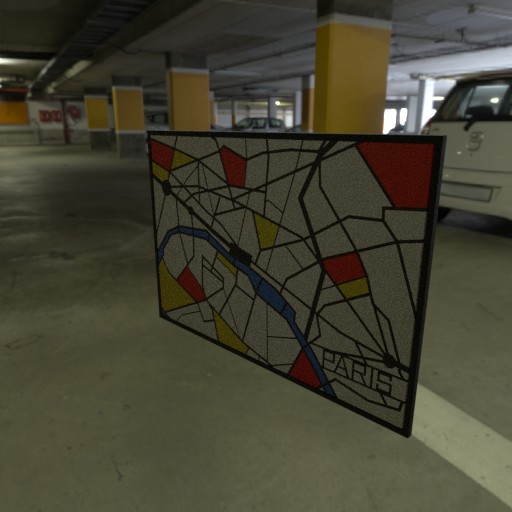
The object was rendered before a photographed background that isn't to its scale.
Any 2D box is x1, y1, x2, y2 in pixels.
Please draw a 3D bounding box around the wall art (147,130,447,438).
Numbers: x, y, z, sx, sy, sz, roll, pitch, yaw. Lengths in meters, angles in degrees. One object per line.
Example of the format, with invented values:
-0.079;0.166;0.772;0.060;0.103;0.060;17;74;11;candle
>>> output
0.000;0.000;0.851;0.664;0.458;0.013;15;22;41;wall art
